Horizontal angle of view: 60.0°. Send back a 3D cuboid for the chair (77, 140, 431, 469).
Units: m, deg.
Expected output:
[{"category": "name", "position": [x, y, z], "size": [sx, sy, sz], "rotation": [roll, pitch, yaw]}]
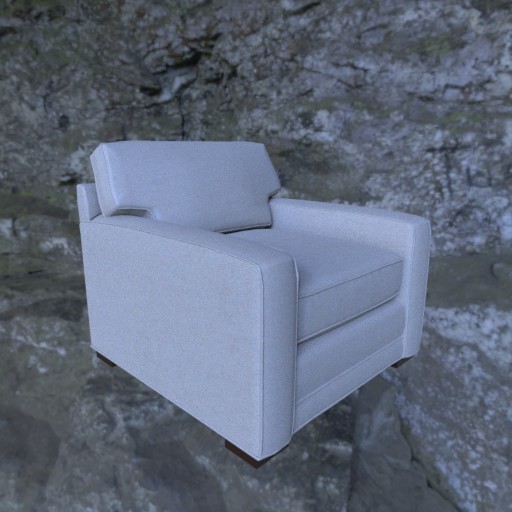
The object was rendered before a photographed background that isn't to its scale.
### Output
[{"category": "chair", "position": [0.000, 0.000, 1.808], "size": [1.043, 0.913, 0.998], "rotation": [13, 19, 43]}]
